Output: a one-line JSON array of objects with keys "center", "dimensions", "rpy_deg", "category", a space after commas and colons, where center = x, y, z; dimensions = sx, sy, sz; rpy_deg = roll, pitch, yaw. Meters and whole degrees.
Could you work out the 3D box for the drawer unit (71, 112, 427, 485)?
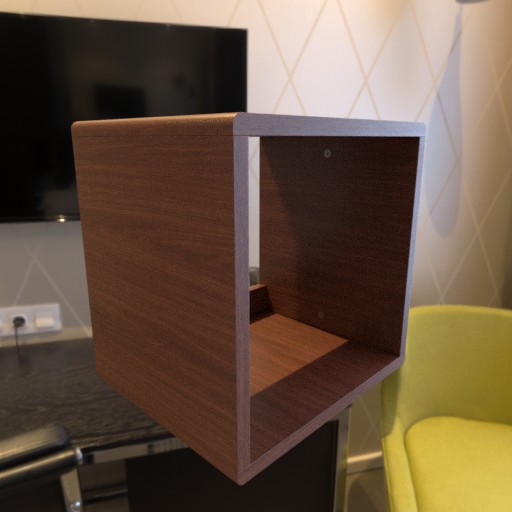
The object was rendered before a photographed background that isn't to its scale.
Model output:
[{"center": [0.000, 0.000, 0.607], "dimensions": [0.290, 0.351, 0.349], "rpy_deg": [14, 20, 42], "category": "drawer unit"}]
